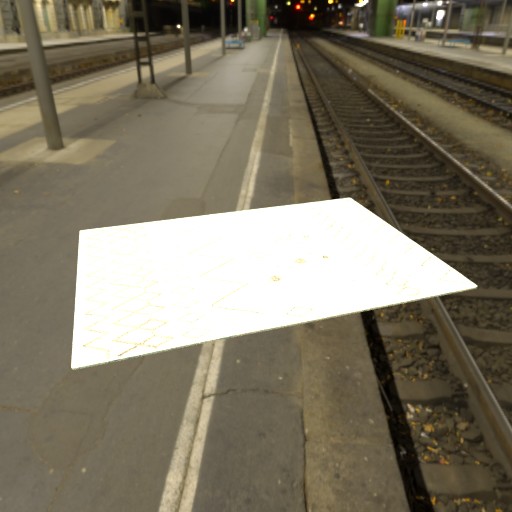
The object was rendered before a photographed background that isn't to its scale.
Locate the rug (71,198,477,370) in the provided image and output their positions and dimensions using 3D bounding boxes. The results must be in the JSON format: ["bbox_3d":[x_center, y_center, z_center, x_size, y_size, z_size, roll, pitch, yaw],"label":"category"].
[{"bbox_3d":[0.000,0.000,2.387,1.820,0.009,1.260,-9,29,-16],"label":"rug"}]
